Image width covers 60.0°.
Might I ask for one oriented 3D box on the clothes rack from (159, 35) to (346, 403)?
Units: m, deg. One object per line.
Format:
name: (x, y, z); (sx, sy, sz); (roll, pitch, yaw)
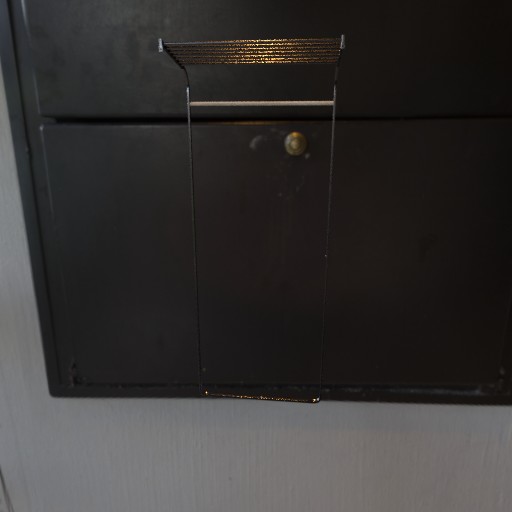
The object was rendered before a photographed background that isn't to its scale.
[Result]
clothes rack: (0.000, 0.000, 1.816); (0.609, 1.574, 0.349); (2, 17, 6)
